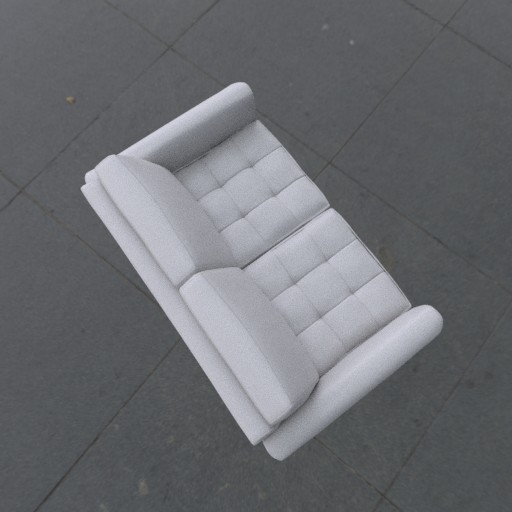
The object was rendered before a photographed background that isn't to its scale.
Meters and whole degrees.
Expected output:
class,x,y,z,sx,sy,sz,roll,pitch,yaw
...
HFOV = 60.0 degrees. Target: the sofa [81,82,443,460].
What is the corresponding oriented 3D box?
class,x,y,z,sx,sy,sz,roll,pitch,yaw
sofa,0.000,0.000,2.452,1.121,0.930,1.819,-35,77,-9
